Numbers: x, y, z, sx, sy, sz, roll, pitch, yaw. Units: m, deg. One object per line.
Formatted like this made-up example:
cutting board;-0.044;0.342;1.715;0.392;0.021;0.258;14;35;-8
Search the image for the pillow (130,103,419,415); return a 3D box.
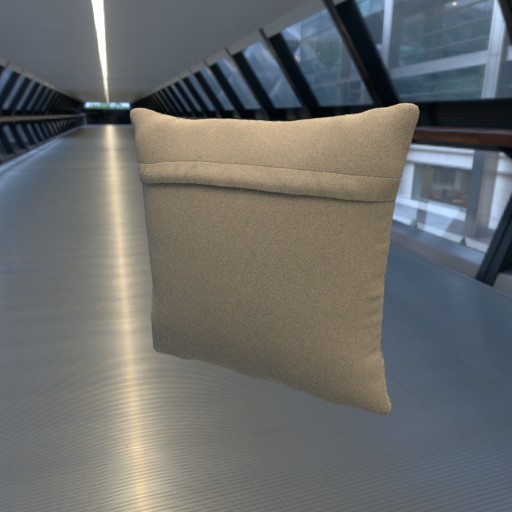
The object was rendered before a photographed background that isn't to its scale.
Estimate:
pillow;0.000;0.000;0.713;0.459;0.458;0.181;8;18;26
